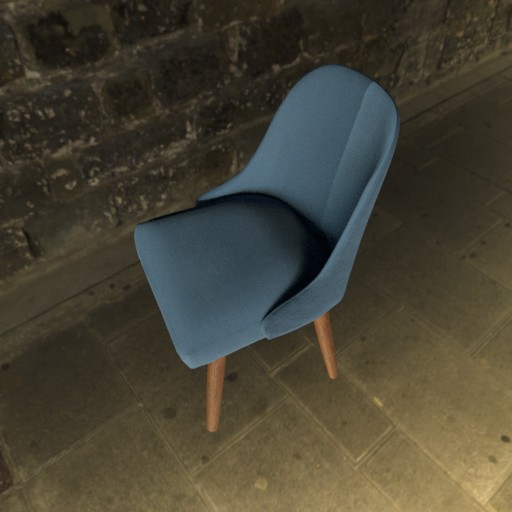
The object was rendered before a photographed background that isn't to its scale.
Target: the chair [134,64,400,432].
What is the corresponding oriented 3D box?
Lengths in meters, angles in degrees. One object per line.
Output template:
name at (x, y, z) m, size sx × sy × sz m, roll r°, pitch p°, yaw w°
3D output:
chair at (0.000, 0.000, 1.225) m, size 0.589 × 0.882 × 0.503 m, roll -18°, pitch 49°, yaw -16°
